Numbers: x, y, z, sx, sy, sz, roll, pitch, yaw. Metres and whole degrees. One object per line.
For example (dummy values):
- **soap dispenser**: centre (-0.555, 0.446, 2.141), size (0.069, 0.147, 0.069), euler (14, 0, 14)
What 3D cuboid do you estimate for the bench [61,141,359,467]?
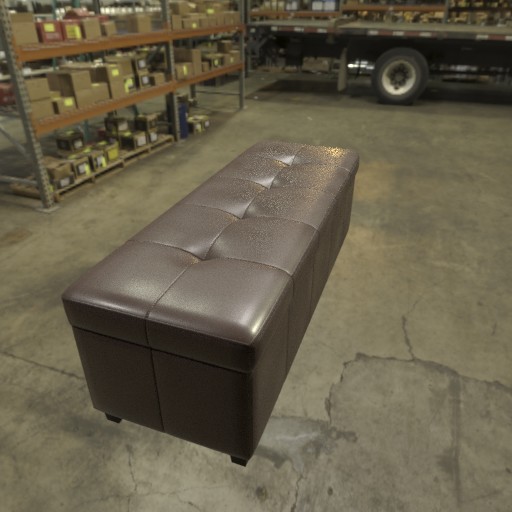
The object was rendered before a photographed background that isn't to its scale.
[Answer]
- **bench**: centre (0.000, 0.000, 1.431), size (0.450, 0.417, 1.219), euler (11, 32, 18)
